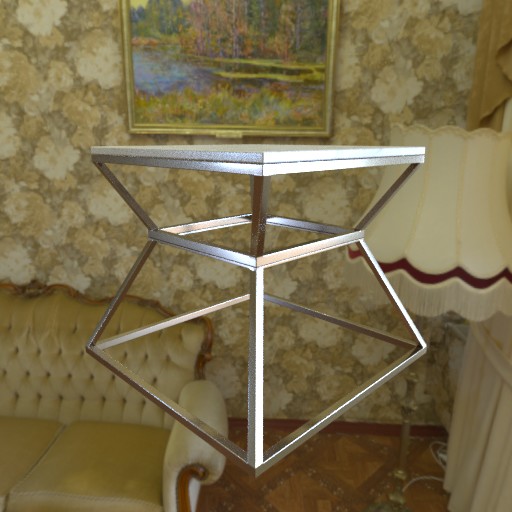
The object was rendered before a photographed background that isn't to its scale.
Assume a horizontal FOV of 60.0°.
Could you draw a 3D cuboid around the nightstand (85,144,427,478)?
[{"bbox_3d":[0.000,0.000,0.891,0.514,0.426,0.513,-14,21,-43],"label":"nightstand"}]
